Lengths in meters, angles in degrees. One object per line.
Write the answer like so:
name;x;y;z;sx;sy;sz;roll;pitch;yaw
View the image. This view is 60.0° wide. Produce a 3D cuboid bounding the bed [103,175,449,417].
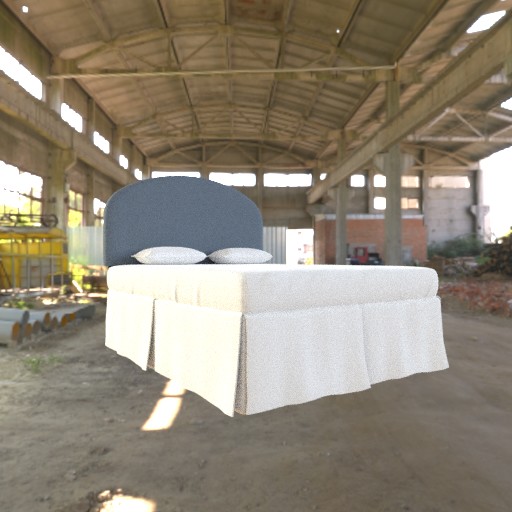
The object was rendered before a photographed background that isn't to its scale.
bed;0.000;0.000;3.116;1.607;1.410;2.005;0;0;-36
